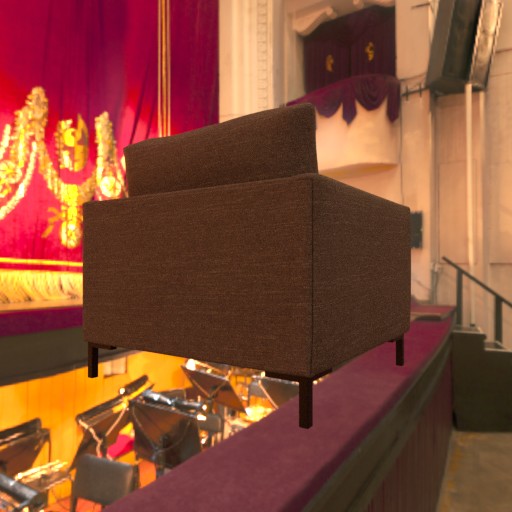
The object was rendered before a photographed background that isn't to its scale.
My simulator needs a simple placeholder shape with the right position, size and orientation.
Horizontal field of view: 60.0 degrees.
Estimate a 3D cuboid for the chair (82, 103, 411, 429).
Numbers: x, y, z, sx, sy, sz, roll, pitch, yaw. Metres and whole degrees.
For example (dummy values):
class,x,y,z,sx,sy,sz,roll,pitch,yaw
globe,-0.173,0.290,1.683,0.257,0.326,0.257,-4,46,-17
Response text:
class,x,y,z,sx,sy,sz,roll,pitch,yaw
chair,0.000,0.000,1.636,0.940,0.841,0.845,-1,-1,34
